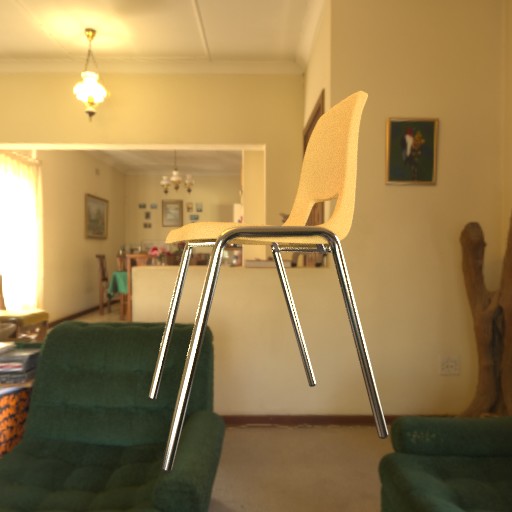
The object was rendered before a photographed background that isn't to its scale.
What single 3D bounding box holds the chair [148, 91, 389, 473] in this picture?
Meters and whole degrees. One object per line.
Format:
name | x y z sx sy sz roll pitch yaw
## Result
chair | 0.000 0.000 0.956 0.436 0.704 0.381 0 1 -17
